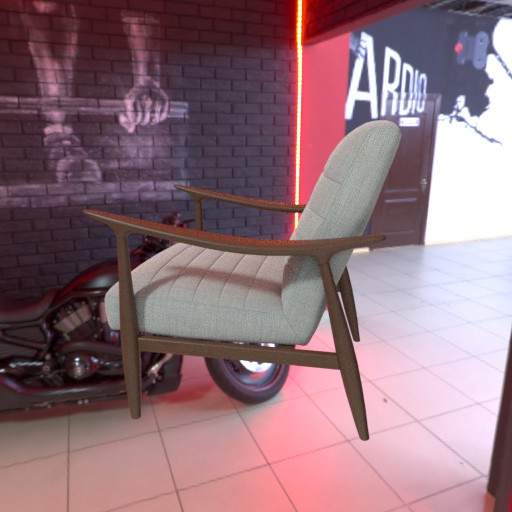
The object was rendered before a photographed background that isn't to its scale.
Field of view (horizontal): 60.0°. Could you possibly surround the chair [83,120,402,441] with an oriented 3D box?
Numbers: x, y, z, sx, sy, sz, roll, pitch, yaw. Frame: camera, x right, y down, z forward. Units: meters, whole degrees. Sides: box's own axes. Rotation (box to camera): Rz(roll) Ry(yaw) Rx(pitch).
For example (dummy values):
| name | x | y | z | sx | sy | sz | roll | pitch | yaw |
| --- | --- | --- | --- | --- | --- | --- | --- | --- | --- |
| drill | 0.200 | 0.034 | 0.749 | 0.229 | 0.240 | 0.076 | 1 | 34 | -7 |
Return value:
| name | x | y | z | sx | sy | sz | roll | pitch | yaw |
| --- | --- | --- | --- | --- | --- | --- | --- | --- | --- |
| chair | 0.000 | 0.000 | 1.450 | 0.798 | 0.832 | 0.741 | 3 | 15 | 10 |
